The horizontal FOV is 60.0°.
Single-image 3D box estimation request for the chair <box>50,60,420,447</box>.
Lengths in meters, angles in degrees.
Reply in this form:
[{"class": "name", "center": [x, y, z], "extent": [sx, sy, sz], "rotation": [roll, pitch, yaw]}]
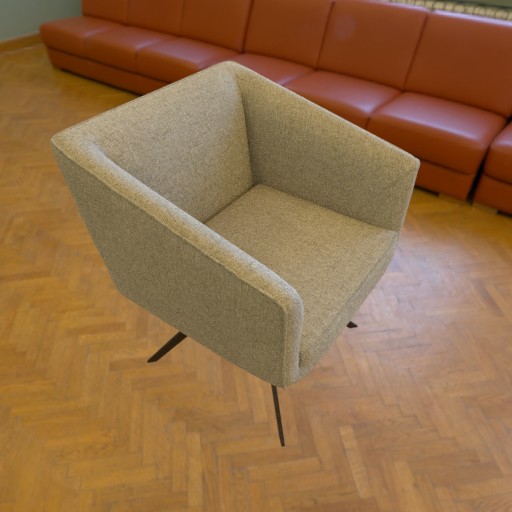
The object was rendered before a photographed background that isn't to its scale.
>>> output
[{"class": "chair", "center": [0.000, 0.000, 1.203], "extent": [0.623, 0.760, 0.628], "rotation": [25, 47, 26]}]
